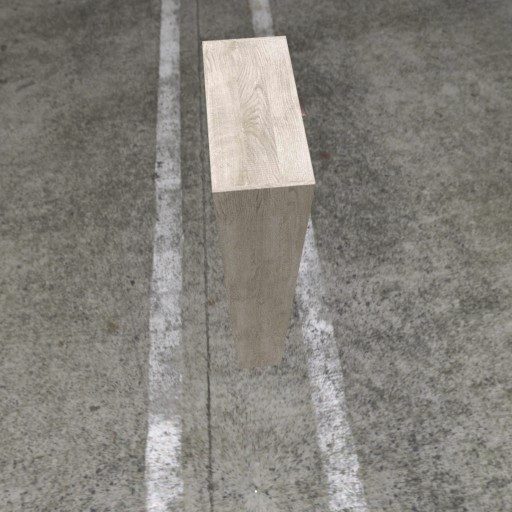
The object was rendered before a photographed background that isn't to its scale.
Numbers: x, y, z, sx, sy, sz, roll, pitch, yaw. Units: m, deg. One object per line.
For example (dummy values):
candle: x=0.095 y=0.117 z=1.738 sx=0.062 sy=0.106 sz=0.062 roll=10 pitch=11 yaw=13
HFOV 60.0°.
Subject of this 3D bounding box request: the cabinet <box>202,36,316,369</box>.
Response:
cabinet: x=0.000 y=0.000 z=1.842 sx=0.250 sy=1.630 sz=0.520 roll=-5 pitch=62 yaw=-3
